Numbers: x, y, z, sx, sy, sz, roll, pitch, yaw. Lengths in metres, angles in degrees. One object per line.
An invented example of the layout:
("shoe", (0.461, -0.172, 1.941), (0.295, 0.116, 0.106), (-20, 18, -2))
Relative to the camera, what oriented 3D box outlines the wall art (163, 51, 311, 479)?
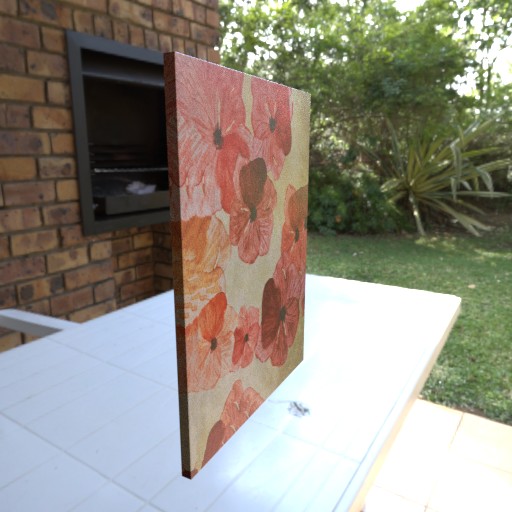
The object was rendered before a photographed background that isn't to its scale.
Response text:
("wall art", (0.000, 0.000, 1.350), (0.031, 1.015, 0.762), (7, 15, 27))
